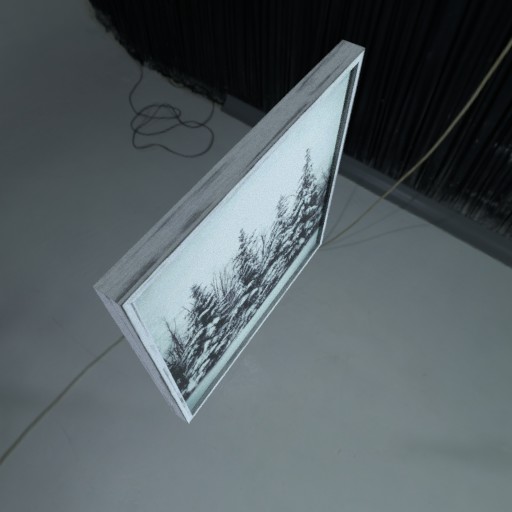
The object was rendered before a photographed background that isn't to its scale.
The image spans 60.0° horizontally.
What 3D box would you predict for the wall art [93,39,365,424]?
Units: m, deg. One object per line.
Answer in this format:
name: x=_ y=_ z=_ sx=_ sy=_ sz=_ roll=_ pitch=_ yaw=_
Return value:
wall art: x=0.000 y=0.000 z=0.751 sx=0.038 sy=0.506 sz=0.506 roll=30 pitch=62 yaw=18
